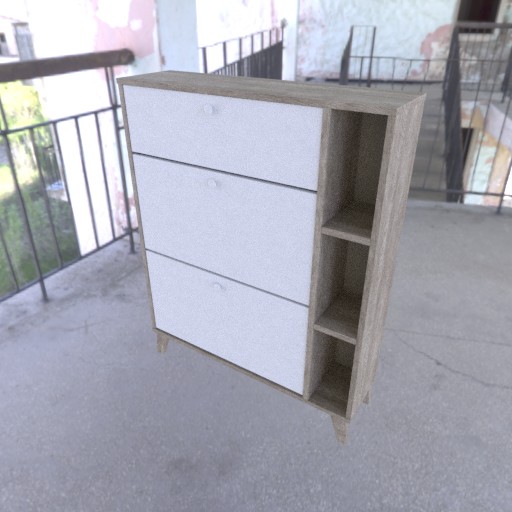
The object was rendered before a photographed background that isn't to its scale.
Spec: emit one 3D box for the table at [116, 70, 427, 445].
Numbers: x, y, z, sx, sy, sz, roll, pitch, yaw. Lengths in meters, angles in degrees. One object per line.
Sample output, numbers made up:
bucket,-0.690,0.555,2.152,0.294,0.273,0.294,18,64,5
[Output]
table,0.000,0.000,1.561,0.902,1.135,0.256,17,34,28
